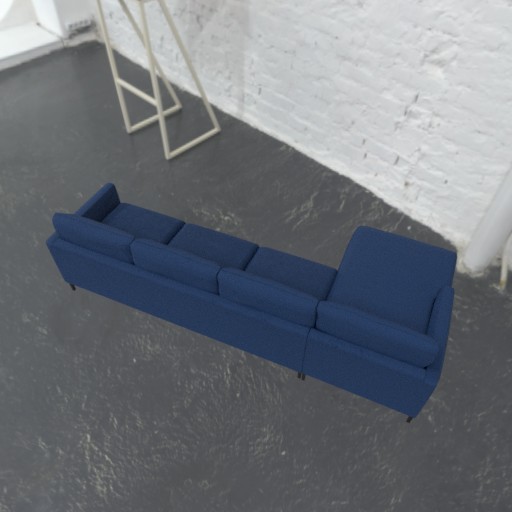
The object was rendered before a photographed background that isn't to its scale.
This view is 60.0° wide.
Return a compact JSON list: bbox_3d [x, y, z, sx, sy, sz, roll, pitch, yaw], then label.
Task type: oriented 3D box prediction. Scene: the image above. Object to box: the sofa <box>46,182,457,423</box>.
[{"bbox_3d":[0.000,0.000,2.915,2.450,0.679,1.128,18,50,16],"label":"sofa"}]
